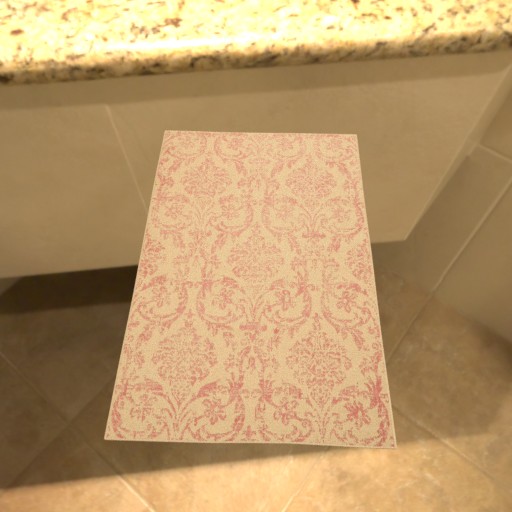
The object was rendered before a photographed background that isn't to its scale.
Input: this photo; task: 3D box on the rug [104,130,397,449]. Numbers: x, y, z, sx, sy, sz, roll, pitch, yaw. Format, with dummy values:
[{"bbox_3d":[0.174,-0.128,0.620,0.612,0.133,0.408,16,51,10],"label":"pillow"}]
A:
[{"bbox_3d":[0.000,0.000,3.465,1.819,0.018,2.746,1,58,1],"label":"rug"}]
